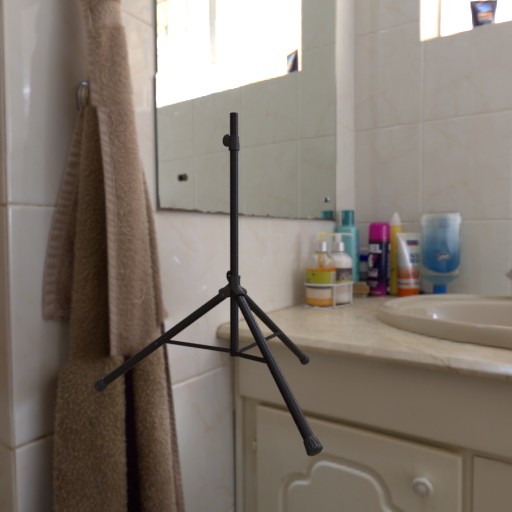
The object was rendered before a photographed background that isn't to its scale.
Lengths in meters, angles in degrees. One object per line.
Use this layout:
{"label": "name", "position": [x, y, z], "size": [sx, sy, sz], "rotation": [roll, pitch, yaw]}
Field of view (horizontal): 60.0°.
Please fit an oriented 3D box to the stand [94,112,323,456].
{"label": "stand", "position": [0.000, 0.000, 1.896], "size": [1.045, 1.136, 0.907], "rotation": [1, 3, 36]}
